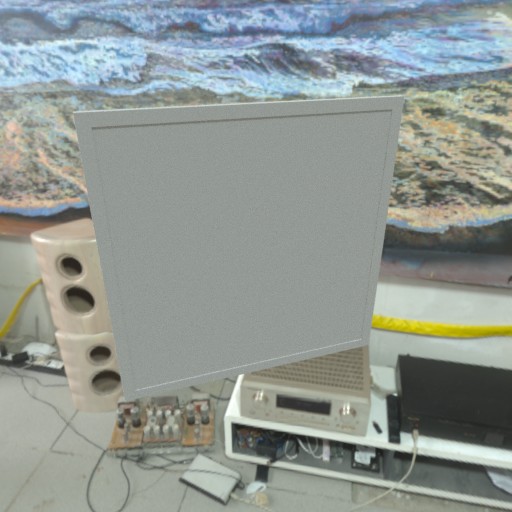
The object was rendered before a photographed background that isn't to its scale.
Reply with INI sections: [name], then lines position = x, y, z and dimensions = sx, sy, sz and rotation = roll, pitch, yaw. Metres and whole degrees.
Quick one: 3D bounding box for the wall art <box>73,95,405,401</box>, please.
[wall art]
position = 0.000, 0.000, 1.002
dimensions = 0.660, 0.660, 0.015
rotation = -9, 28, -17
